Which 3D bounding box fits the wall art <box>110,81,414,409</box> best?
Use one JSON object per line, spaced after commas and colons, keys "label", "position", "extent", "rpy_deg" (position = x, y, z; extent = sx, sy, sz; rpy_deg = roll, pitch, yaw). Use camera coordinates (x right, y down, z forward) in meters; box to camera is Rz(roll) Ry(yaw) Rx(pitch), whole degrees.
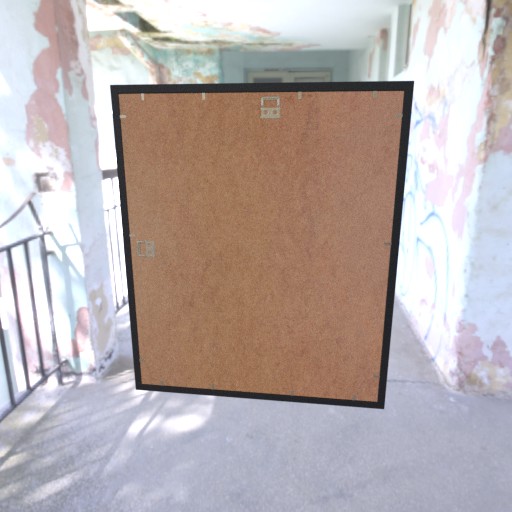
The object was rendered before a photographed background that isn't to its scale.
{"label": "wall art", "position": [0.000, 0.000, 0.906], "extent": [0.559, 0.660, 0.018], "rpy_deg": [2, 16, 7]}
